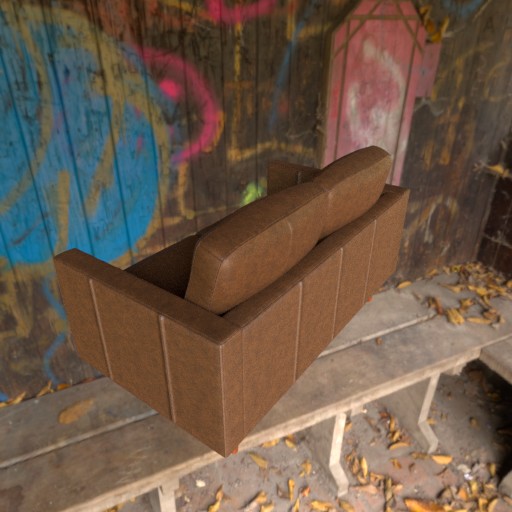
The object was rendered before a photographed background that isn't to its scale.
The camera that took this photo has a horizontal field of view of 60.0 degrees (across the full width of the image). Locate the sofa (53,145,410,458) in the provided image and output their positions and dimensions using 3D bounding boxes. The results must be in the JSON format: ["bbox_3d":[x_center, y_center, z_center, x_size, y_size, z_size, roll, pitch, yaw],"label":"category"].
[{"bbox_3d":[0.000,0.000,2.175,0.909,0.951,1.578,20,35,31],"label":"sofa"}]
